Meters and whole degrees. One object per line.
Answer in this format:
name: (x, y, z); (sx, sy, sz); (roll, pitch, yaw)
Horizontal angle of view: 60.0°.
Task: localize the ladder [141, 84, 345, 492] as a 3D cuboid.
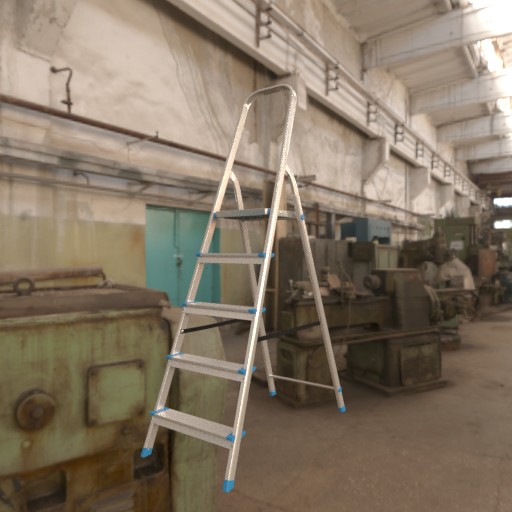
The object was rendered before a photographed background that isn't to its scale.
ladder: (0.000, 0.000, 2.083); (0.468, 1.648, 0.990); (1, 1, 36)
